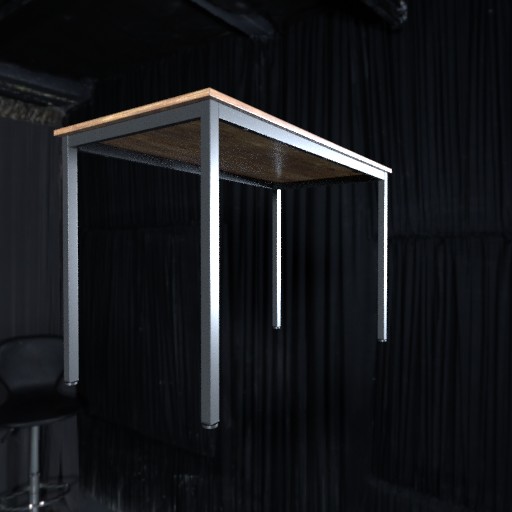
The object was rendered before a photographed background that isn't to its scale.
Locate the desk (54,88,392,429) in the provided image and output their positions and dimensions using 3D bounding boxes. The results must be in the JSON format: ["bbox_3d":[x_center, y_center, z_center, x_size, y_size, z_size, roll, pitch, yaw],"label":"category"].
[{"bbox_3d":[0.000,0.000,1.619,0.600,0.749,1.200,1,1,35],"label":"desk"}]
